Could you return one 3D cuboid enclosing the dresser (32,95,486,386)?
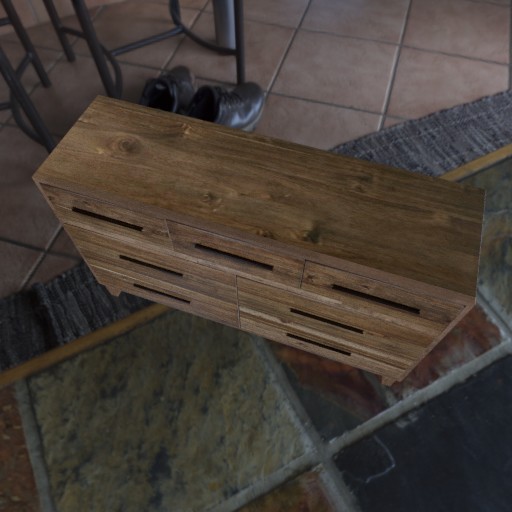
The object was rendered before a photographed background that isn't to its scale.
[{"bbox_3d":[0.000,0.000,1.794,1.400,0.873,0.446,16,60,10],"label":"dresser"}]
